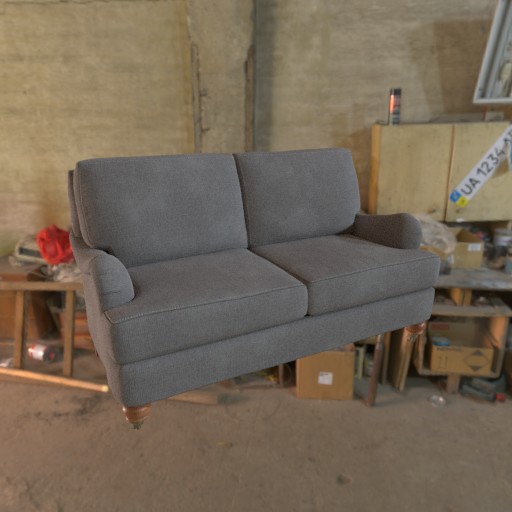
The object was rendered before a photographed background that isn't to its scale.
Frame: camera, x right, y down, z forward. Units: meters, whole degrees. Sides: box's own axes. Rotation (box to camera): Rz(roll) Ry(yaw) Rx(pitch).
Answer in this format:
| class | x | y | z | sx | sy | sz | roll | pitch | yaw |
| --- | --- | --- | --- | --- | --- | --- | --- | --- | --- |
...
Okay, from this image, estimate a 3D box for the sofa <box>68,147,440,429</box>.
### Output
| class | x | y | z | sx | sy | sz | roll | pitch | yaw |
| --- | --- | --- | --- | --- | --- | --- | --- | --- | --- |
| sofa | 0.000 | 0.000 | 2.486 | 1.853 | 1.101 | 1.084 | -9 | 20 | -27 |
